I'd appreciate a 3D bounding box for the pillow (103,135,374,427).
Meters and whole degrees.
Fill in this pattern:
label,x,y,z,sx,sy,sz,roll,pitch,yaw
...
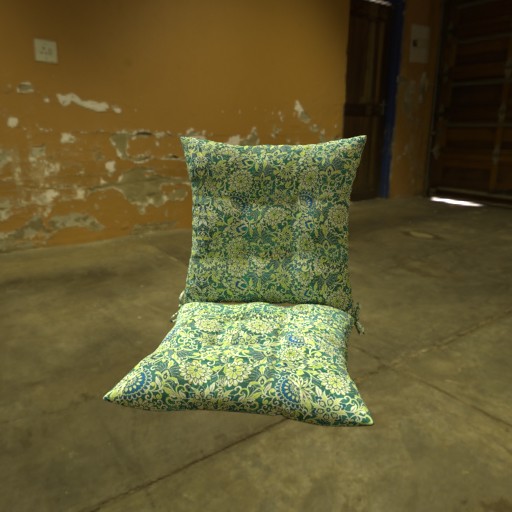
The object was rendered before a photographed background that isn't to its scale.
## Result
label,x,y,z,sx,sy,sz,roll,pitch,yaw
pillow,0.000,0.000,1.022,0.541,0.536,0.585,2,15,9
